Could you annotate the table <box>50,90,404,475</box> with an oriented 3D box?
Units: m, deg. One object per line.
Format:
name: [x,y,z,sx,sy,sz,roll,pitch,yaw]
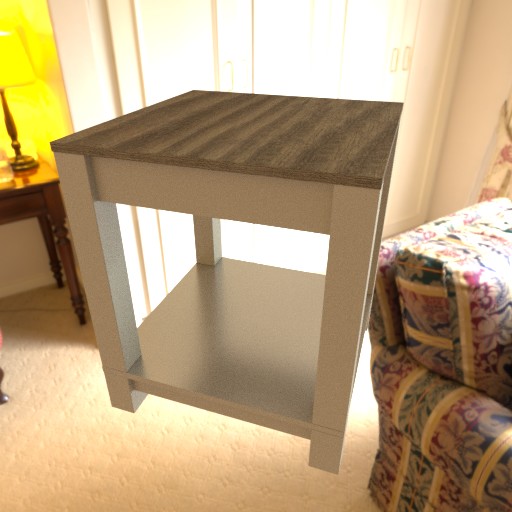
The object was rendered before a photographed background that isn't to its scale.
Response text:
table: [0.000,0.000,0.970,0.504,0.587,0.506,10,31,16]
